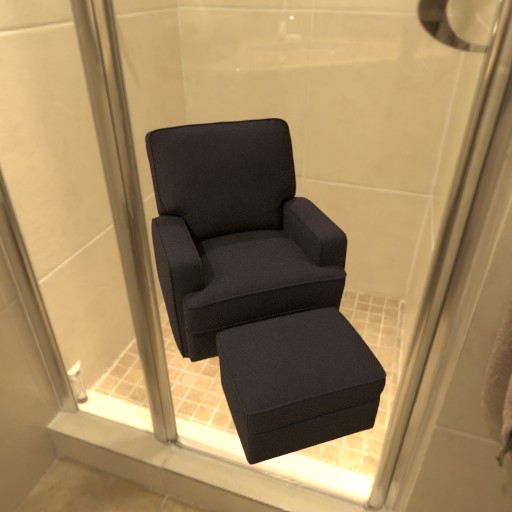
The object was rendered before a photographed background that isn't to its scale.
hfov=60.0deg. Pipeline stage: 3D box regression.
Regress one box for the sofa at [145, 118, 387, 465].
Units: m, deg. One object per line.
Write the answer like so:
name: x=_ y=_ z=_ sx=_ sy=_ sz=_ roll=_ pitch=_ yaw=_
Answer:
sofa: x=0.000 y=0.000 z=2.057 sx=0.861 sy=0.959 sz=1.472 roll=-10 pitch=34 yaw=-15
